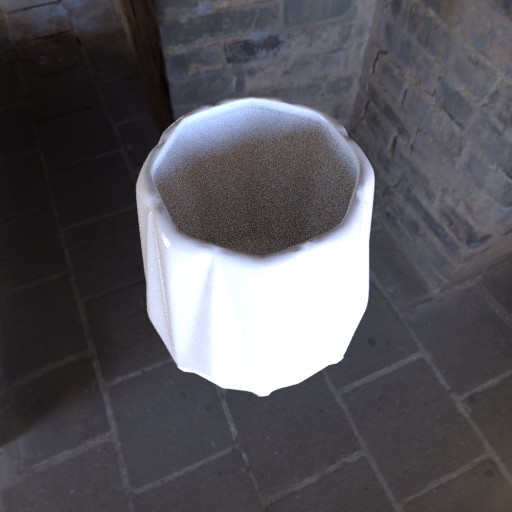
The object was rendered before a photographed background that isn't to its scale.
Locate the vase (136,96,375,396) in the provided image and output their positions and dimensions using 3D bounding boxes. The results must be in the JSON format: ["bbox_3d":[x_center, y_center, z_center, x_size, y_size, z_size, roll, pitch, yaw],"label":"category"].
[{"bbox_3d":[0.000,0.000,0.262,0.141,0.152,0.141,0,58,0],"label":"vase"}]
